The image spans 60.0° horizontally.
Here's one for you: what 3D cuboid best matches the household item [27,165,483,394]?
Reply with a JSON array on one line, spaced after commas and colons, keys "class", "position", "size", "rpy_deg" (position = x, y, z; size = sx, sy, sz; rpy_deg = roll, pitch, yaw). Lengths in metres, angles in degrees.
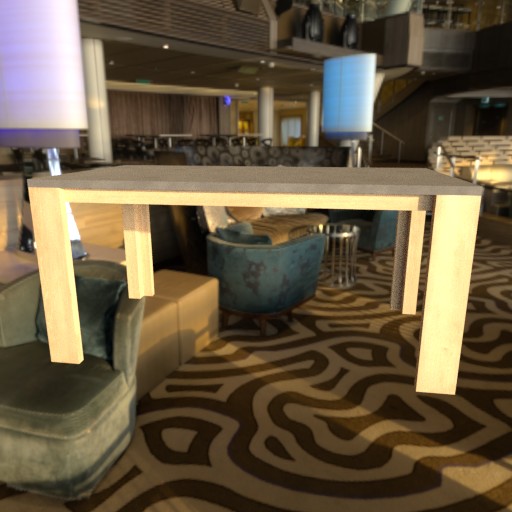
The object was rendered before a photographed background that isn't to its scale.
[{"class": "household item", "position": [0.000, 0.000, 2.042], "size": [1.600, 0.755, 0.850], "rpy_deg": [2, 15, 9]}]
